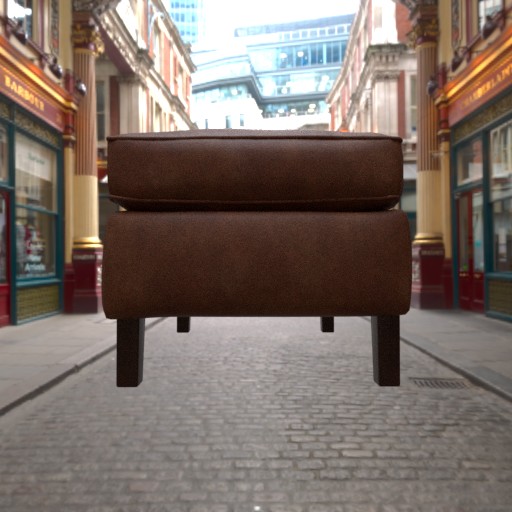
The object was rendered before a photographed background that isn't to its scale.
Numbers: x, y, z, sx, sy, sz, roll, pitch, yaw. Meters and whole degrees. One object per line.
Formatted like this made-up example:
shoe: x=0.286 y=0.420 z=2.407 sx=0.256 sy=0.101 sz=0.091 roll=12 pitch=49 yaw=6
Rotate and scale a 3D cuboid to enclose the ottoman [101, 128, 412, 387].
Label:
ottoman: x=0.000 y=0.000 z=0.977 sx=0.501 sy=0.418 sz=0.665 roll=0 pitch=-1 yaw=0
